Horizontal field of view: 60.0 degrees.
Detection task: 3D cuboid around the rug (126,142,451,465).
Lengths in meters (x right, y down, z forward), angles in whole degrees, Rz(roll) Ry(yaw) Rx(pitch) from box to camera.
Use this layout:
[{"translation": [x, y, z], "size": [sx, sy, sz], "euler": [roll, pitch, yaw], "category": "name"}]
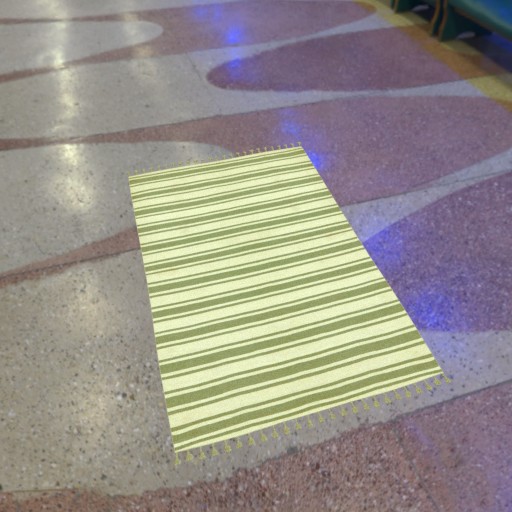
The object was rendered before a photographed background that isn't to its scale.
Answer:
[{"translation": [0.000, 0.000, 3.071], "size": [1.540, 0.018, 2.435], "euler": [-12, 49, -11], "category": "rug"}]
